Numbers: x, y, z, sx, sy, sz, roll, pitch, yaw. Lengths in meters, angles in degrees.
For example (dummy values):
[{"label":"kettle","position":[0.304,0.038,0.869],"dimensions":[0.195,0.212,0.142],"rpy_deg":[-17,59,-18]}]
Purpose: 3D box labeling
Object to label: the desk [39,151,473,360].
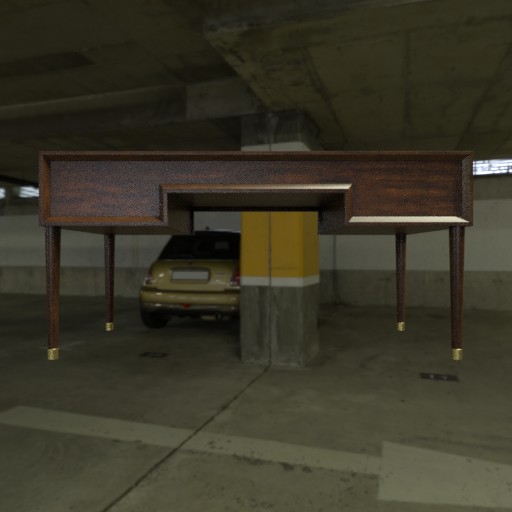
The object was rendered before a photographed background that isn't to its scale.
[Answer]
[{"label":"desk","position":[0.000,0.000,1.969],"dimensions":[1.575,0.762,0.724],"rpy_deg":[0,0,0]}]
